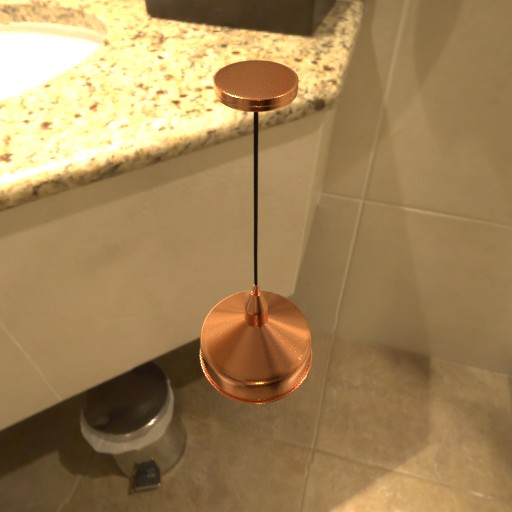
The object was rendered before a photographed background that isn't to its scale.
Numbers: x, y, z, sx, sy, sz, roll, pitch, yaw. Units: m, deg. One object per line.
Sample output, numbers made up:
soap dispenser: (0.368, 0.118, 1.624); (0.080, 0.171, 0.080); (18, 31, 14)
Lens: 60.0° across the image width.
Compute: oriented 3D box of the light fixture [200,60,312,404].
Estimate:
light fixture: (0.000, 0.000, 0.916); (0.301, 0.754, 0.301); (-16, 49, -14)
